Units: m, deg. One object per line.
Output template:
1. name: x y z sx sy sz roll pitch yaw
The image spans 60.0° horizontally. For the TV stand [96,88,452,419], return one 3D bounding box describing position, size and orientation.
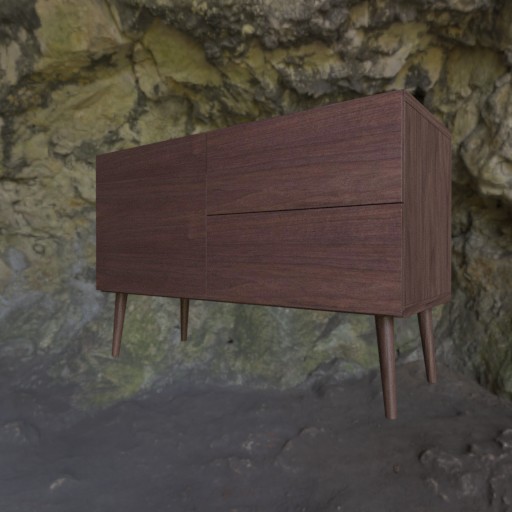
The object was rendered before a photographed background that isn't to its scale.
1. TV stand: 0.000 0.000 1.307 0.990 0.660 0.405 0 1 36
